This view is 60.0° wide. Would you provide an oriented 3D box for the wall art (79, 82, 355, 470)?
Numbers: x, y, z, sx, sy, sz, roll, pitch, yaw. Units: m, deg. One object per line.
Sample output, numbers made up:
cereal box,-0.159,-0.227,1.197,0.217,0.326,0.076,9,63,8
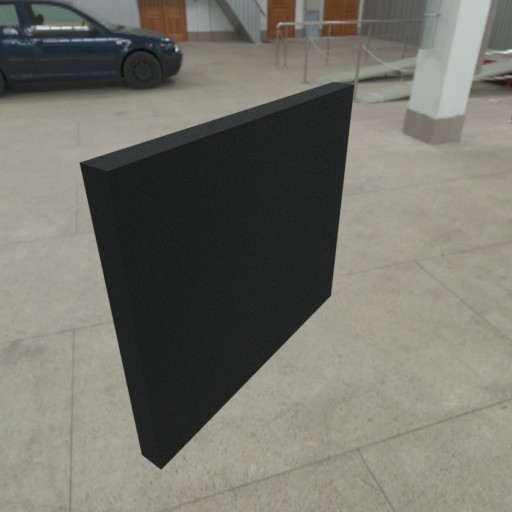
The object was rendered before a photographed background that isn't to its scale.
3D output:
wall art,0.000,0.000,0.520,0.031,0.330,0.381,21,37,30
